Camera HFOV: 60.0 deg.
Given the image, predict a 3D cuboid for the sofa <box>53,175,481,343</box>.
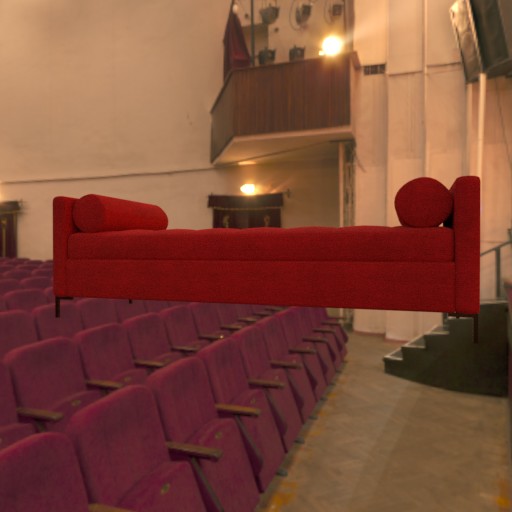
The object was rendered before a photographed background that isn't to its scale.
[{"bbox_3d":[0.000,0.000,2.270,1.981,0.635,0.686,0,1,19],"label":"sofa"}]
